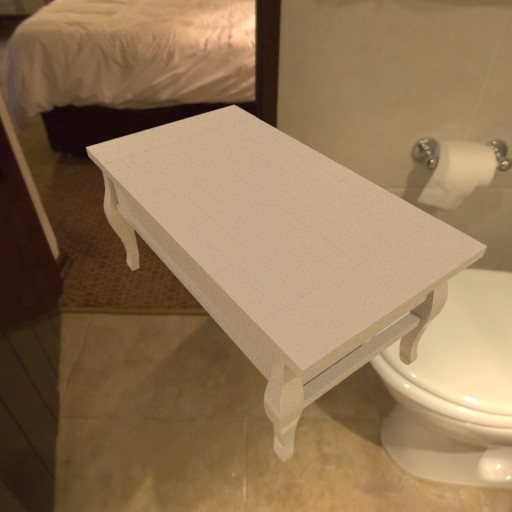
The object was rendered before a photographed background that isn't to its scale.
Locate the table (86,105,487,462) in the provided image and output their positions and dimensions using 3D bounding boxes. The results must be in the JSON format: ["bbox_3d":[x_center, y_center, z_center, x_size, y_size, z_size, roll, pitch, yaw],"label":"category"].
[{"bbox_3d":[0.000,0.000,1.408,0.600,0.495,1.062,-26,47,-27],"label":"table"}]
